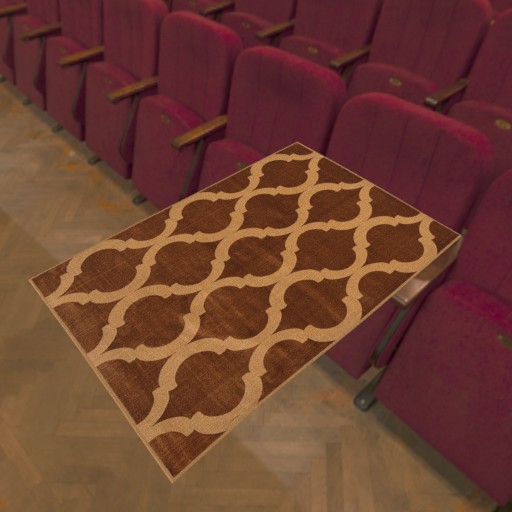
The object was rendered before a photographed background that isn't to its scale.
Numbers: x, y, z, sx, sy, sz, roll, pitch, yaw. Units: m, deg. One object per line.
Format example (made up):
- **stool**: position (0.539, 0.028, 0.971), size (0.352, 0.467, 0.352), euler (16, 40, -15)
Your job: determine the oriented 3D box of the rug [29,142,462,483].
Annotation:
- **rug**: position (0.000, 0.000, 2.780), size (2.290, 0.014, 1.526), euler (-33, 54, -28)
